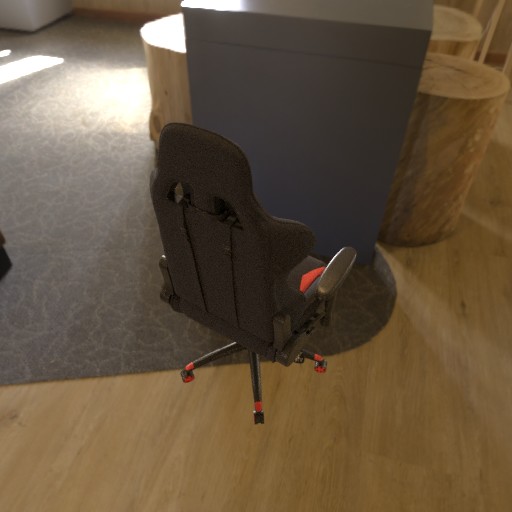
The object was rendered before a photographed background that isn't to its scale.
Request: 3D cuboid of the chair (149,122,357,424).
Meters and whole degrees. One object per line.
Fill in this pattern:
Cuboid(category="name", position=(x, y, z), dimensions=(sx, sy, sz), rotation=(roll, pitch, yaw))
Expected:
Cuboid(category="chair", position=(0.000, 0.000, 1.711), dimensions=(0.695, 1.326, 0.658), rotation=(23, 50, 21))
